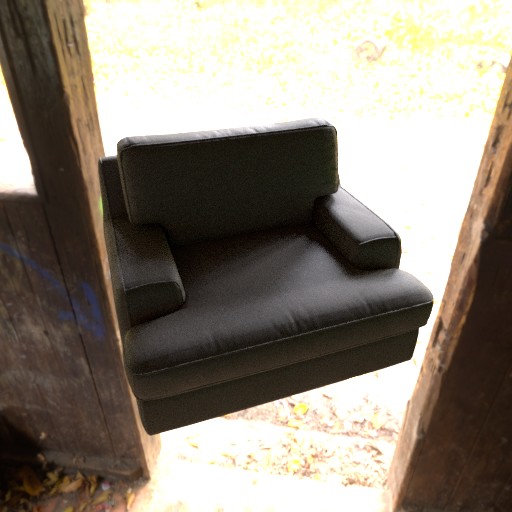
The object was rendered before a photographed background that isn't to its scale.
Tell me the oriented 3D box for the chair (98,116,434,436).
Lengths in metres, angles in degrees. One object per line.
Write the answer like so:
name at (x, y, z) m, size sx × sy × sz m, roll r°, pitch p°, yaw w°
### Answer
chair at (0.000, 0.000, 2.004) m, size 1.270 × 0.974 × 1.043 m, roll -11°, pitch 35°, yaw -16°
